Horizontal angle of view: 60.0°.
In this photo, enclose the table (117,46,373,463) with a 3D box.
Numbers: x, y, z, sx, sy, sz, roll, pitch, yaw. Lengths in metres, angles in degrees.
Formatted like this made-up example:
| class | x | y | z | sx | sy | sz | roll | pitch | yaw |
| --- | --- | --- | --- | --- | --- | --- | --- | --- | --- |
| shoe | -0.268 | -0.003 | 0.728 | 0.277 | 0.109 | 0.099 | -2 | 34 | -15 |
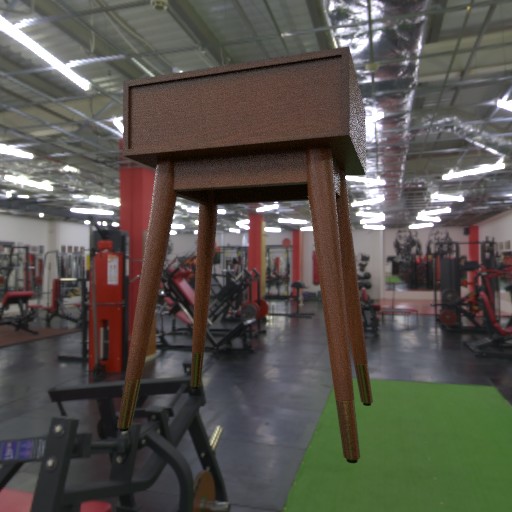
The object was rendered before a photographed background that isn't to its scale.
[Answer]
| class | x | y | z | sx | sy | sz | roll | pitch | yaw |
| --- | --- | --- | --- | --- | --- | --- | --- | --- | --- |
| table | 0.000 | 0.000 | 0.836 | 0.406 | 0.599 | 0.300 | 0 | -1 | 18 |
